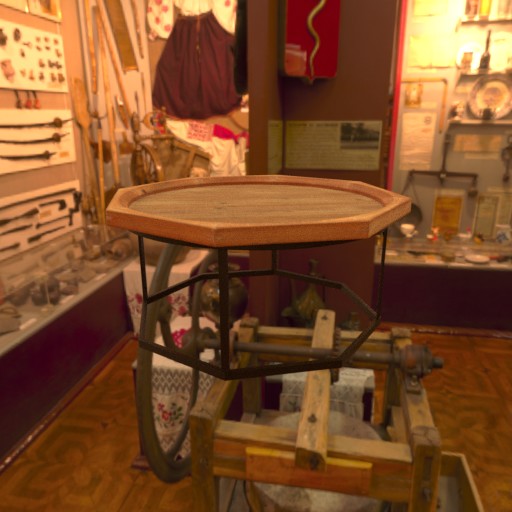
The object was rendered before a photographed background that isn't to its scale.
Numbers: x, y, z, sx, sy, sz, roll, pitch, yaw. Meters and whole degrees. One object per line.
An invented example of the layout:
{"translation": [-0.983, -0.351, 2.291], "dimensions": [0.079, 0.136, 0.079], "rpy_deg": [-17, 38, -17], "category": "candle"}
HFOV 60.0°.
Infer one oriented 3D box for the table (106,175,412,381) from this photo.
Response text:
{"translation": [0.000, 0.000, 1.557], "dimensions": [1.002, 0.444, 1.002], "rpy_deg": [0, 17, 0], "category": "table"}
